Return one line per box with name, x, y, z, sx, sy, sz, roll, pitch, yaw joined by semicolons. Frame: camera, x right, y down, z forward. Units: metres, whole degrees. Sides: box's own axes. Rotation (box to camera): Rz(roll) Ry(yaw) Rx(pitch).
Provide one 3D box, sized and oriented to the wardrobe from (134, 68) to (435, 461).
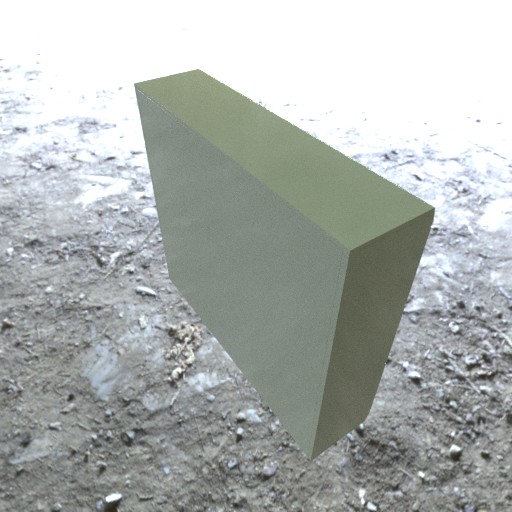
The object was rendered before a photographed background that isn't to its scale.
wardrobe;0.000;0.000;1.980;0.360;1.200;1.340;-25;47;-25
